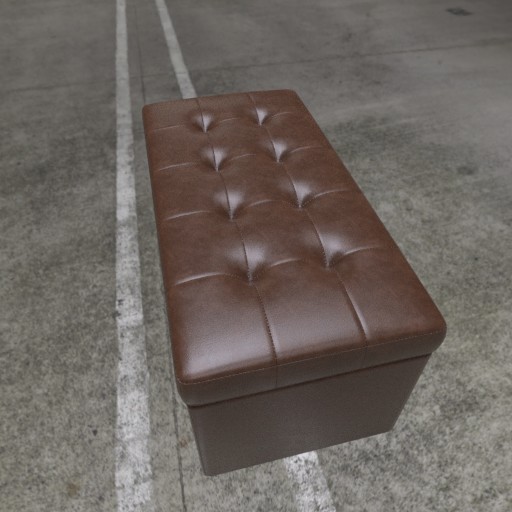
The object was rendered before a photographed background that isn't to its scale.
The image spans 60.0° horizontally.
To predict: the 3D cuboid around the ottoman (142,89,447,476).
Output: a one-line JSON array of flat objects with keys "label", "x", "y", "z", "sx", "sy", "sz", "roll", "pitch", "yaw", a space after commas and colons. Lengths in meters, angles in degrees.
[{"label": "ottoman", "x": 0.000, "y": 0.000, "z": 1.079, "sx": 0.432, "sy": 0.470, "sz": 0.838, "roll": -10, "pitch": 47, "yaw": -9}]
